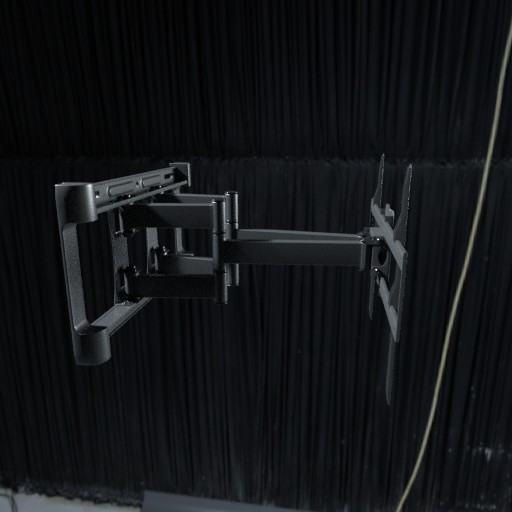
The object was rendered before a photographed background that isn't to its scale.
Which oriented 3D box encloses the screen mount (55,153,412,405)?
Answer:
[{"bbox_3d":[0.000,0.000,1.121,0.644,0.491,0.661,3,16,9],"label":"screen mount"}]
